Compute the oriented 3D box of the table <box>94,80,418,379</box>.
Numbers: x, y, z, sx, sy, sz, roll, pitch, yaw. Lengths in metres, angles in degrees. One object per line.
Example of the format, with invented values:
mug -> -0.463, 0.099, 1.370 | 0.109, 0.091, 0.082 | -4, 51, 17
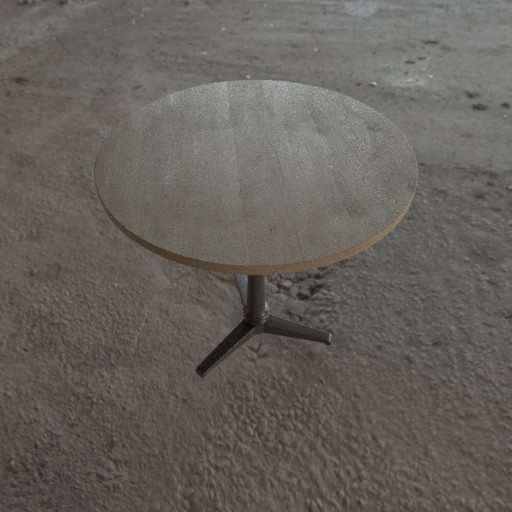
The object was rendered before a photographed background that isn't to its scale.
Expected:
table -> 0.000, 0.000, 1.411 | 0.800, 0.780, 0.800 | 0, 46, 0
